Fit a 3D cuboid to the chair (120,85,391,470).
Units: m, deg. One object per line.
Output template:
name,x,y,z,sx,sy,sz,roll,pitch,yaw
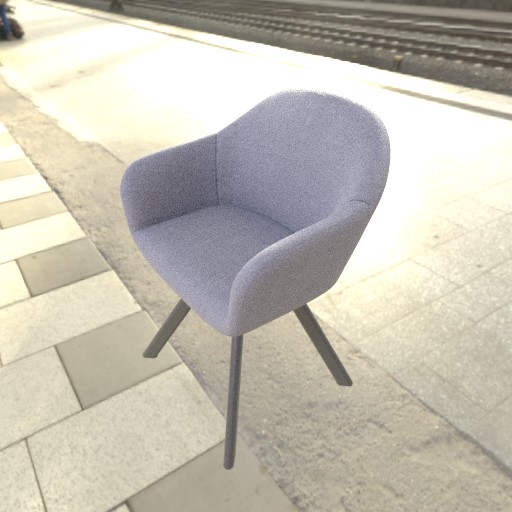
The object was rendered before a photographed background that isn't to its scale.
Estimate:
chair,0.000,0.000,1.177,0.550,0.795,0.590,-22,39,-30
